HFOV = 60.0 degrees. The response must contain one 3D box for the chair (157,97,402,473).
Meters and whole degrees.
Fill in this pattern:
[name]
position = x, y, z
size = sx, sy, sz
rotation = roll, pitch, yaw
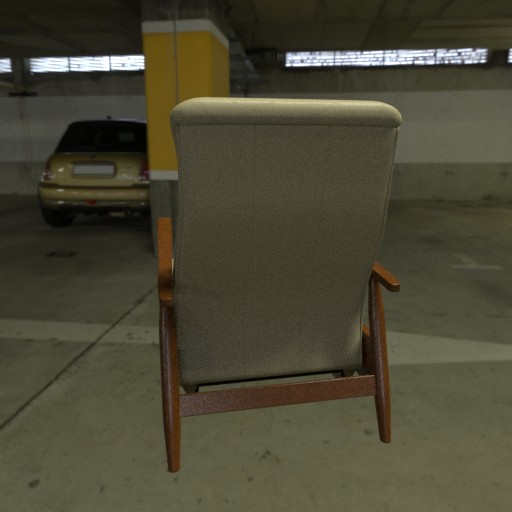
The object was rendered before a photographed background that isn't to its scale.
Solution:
[chair]
position = 0.000, 0.000, 1.746
size = 0.762, 1.082, 1.014
rotation = -3, 14, -11
